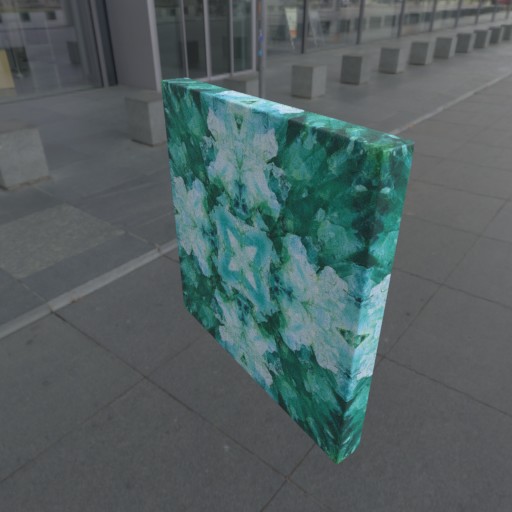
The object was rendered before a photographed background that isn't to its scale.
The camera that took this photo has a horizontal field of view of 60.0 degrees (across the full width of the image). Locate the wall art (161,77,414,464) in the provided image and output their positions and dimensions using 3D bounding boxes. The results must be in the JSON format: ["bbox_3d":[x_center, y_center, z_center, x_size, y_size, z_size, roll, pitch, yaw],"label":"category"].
[{"bbox_3d":[0.000,0.000,0.468,0.033,0.313,0.313,-20,36,-30],"label":"wall art"}]
